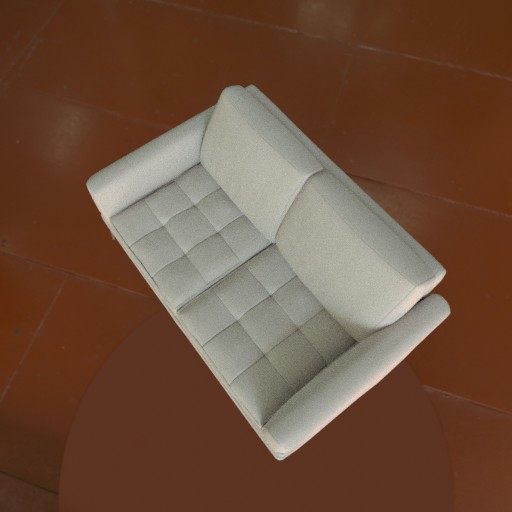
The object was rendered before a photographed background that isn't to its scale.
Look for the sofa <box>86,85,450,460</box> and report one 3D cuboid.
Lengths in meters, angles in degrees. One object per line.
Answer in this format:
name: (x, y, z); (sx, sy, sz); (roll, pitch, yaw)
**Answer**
sofa: (0.000, 0.000, 2.446); (1.121, 0.930, 1.819); (-35, 70, -15)
